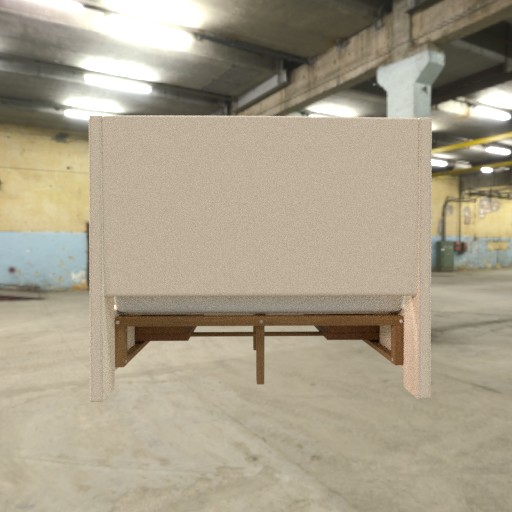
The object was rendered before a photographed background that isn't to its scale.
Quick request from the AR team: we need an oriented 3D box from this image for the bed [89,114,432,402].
[{"bbox_3d":[0.000,0.000,3.412,1.765,1.471,2.280,0,1,-2],"label":"bed"}]
